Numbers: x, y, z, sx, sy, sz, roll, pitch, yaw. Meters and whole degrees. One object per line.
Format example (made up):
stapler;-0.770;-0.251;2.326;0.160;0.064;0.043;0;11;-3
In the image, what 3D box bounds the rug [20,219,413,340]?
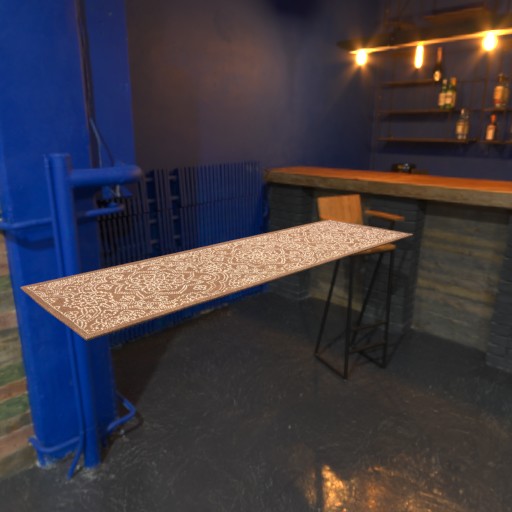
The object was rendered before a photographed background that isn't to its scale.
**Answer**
rug;0.000;0.000;2.694;2.448;0.012;0.769;-15;22;-41
